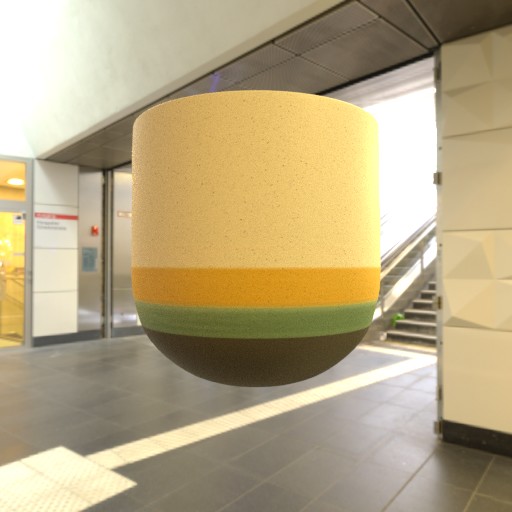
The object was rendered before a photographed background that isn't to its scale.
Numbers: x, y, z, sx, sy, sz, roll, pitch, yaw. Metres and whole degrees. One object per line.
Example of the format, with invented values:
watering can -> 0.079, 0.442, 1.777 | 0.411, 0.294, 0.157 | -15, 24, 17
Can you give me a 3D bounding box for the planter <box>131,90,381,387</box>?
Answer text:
planter -> 0.000, 0.000, 0.495 | 0.268, 0.270, 0.268 | 0, -1, 0
